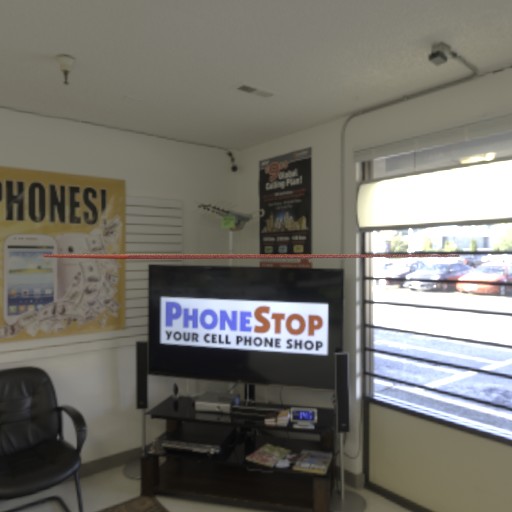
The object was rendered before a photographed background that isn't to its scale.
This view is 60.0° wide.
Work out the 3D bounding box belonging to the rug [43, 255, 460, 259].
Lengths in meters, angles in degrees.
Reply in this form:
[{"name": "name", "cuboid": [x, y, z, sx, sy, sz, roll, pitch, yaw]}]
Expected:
[{"name": "rug", "cuboid": [0.000, 0.000, 2.299, 1.802, 0.013, 1.194, 0, 0, -36]}]
